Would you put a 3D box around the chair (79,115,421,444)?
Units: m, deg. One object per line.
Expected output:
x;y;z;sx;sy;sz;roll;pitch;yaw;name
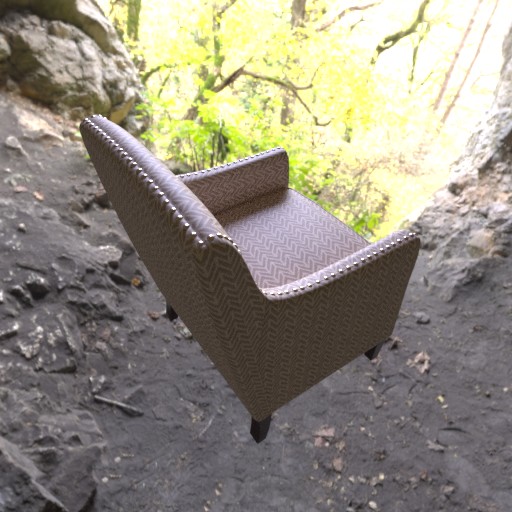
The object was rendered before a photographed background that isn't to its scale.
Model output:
0.000;0.000;1.290;0.651;0.816;0.623;-25;47;-25;chair
